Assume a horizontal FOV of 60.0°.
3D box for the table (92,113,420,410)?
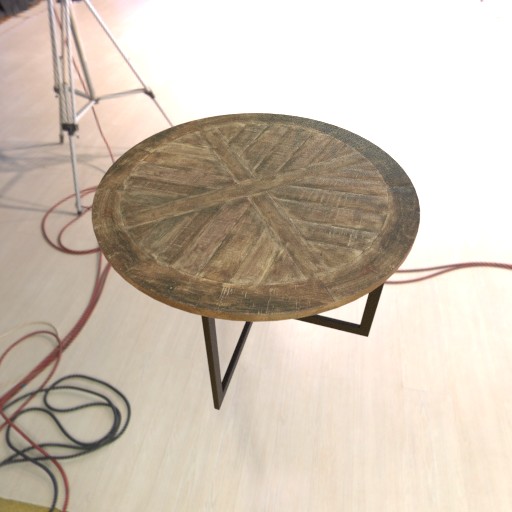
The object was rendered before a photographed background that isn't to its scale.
[{"bbox_3d":[0.000,0.000,2.026,1.264,0.762,1.264,0,45,0],"label":"table"}]
